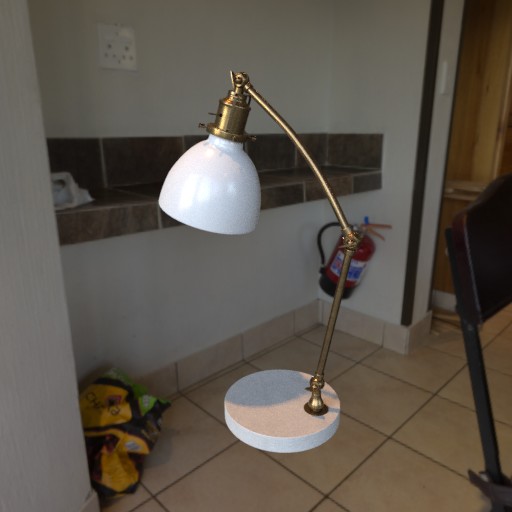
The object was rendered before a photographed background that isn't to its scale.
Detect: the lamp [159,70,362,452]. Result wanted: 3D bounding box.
[{"bbox_3d":[0.000,0.000,0.672,0.317,0.522,0.186,8,18,25],"label":"lamp"}]
